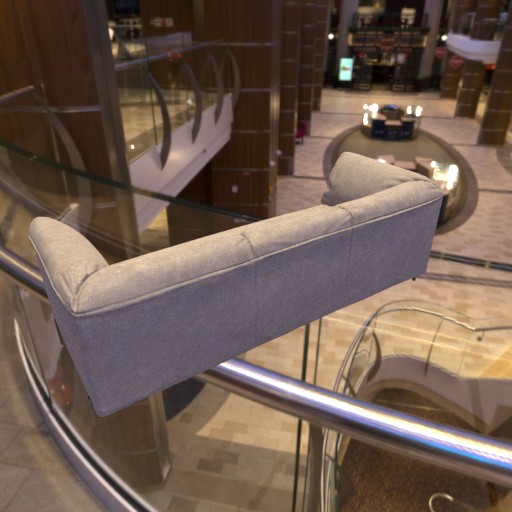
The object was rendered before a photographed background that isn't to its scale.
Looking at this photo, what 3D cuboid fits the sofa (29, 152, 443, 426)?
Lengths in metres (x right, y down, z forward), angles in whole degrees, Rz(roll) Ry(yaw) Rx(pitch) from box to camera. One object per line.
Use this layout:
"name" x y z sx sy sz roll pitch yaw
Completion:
"sofa" 0.000 0.000 2.617 2.238 0.758 0.899 -18 34 -29
